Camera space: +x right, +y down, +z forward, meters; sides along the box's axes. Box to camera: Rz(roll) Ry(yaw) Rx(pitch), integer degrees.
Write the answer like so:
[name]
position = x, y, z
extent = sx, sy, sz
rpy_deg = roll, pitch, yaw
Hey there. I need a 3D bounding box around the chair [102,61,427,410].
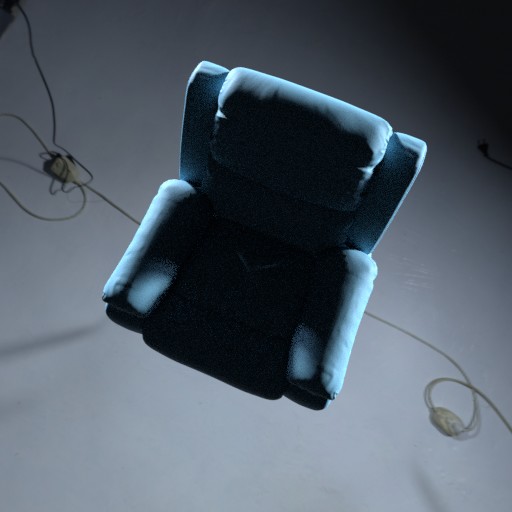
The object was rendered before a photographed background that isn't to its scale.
[chair]
position = 0.000, 0.000, 1.248
extent = 0.680, 0.702, 0.709
rpy_deg = 22, 77, 5
